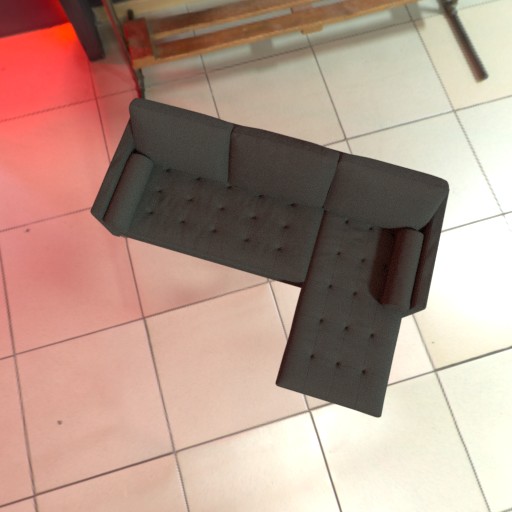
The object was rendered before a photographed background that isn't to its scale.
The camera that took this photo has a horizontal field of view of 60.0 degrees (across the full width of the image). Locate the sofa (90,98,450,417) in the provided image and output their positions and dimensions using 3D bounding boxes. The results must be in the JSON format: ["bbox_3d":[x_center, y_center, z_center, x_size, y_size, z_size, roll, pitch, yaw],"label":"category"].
[{"bbox_3d":[0.000,0.000,2.907,2.178,0.876,1.506,16,76,4],"label":"sofa"}]
